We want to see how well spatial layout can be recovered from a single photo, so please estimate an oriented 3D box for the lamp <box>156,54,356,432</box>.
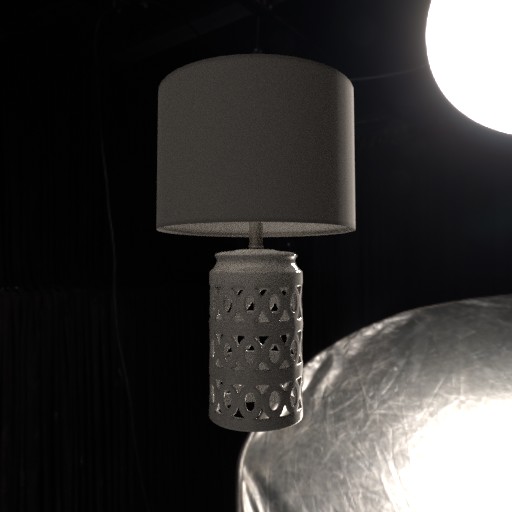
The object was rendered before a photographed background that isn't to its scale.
[{"bbox_3d":[0.000,0.000,0.704,0.310,0.502,0.310,0,-1,0],"label":"lamp"}]
